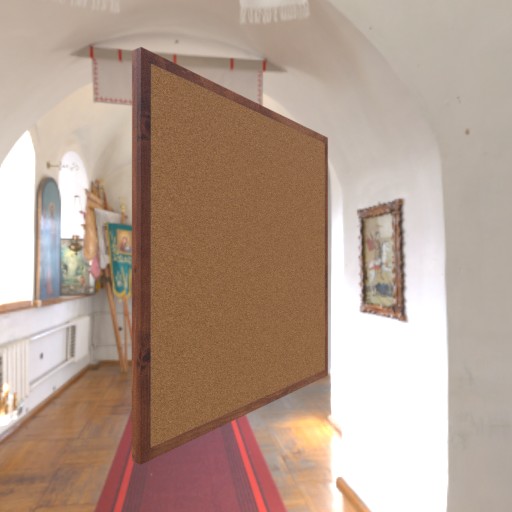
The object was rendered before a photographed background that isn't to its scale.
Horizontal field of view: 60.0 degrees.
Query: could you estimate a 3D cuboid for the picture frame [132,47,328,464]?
[{"bbox_3d":[0.000,0.000,1.201,0.029,0.817,0.810,0,0,36],"label":"picture frame"}]
